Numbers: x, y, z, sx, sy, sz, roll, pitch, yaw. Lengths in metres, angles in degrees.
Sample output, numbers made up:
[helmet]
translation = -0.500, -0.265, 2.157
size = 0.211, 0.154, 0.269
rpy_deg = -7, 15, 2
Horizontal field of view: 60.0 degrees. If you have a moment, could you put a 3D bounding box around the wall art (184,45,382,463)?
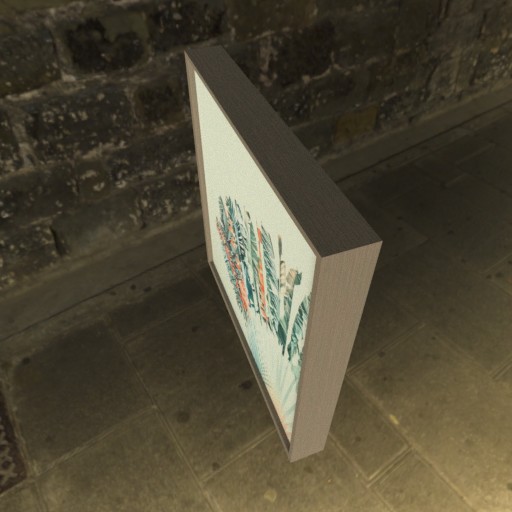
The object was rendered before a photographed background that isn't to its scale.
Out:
[wall art]
translation = 0.000, 0.000, 0.452
size = 0.038, 0.303, 0.304
rpy_deg = -15, 48, -14
